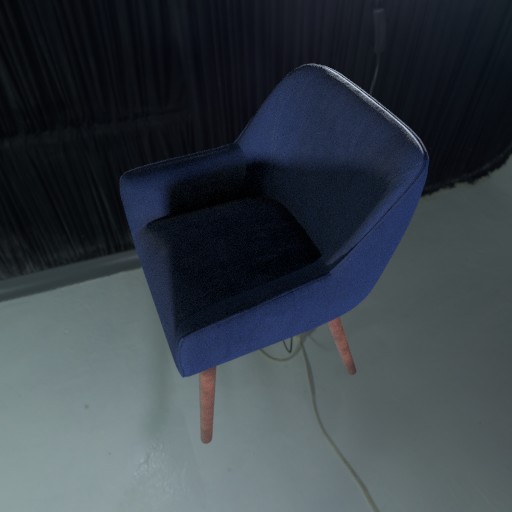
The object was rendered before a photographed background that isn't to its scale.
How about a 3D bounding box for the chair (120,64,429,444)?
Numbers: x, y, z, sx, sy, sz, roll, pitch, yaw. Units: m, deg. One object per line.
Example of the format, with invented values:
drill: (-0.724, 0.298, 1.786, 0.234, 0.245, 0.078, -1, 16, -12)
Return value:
chair: (0.000, 0.000, 1.233, 0.600, 0.820, 0.600, -17, 49, -16)
